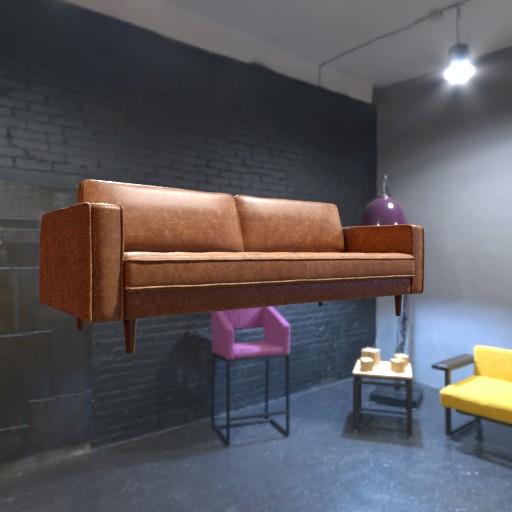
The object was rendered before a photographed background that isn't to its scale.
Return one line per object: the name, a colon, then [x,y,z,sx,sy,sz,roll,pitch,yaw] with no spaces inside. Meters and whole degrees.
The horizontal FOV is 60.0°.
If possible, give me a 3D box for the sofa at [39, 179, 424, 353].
sofa: [0.000,0.000,2.606,2.199,0.779,0.886,0,0,-37]
